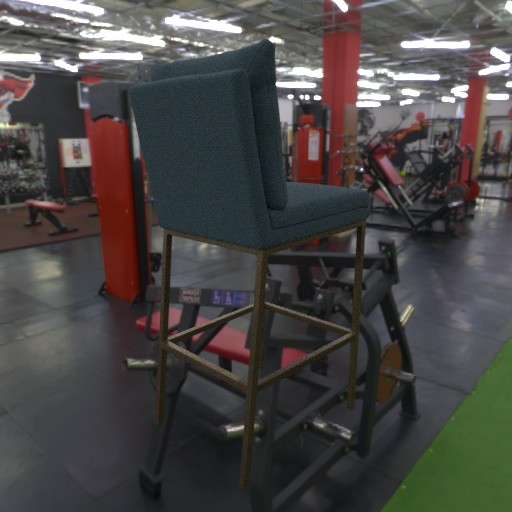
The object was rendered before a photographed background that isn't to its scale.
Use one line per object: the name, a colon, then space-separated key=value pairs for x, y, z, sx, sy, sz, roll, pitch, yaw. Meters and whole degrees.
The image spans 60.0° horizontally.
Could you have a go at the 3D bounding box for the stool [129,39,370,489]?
stool: x=0.000 y=0.000 z=1.377 sx=0.463 sy=1.124 sz=0.568 roll=13 pitch=19 yaw=42
